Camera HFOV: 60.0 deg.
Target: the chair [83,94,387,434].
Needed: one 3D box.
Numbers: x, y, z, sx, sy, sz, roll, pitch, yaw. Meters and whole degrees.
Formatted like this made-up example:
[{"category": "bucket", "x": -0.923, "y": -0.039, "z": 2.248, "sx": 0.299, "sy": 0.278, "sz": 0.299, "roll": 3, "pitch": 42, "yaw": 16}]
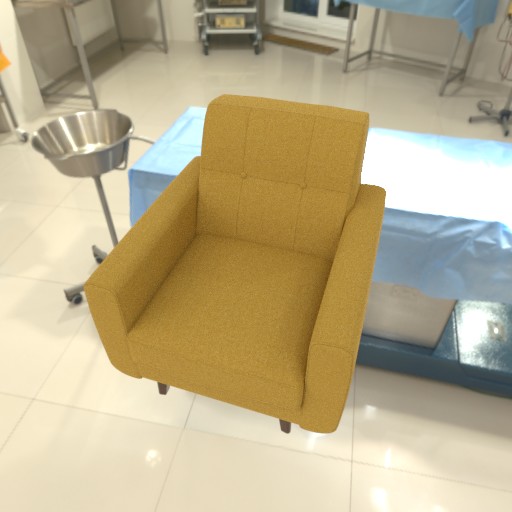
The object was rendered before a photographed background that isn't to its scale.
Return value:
[{"category": "chair", "x": 0.000, "y": 0.000, "z": 1.612, "sx": 0.831, "sy": 0.841, "sz": 0.909, "roll": 12, "pitch": 42, "yaw": 14}]
